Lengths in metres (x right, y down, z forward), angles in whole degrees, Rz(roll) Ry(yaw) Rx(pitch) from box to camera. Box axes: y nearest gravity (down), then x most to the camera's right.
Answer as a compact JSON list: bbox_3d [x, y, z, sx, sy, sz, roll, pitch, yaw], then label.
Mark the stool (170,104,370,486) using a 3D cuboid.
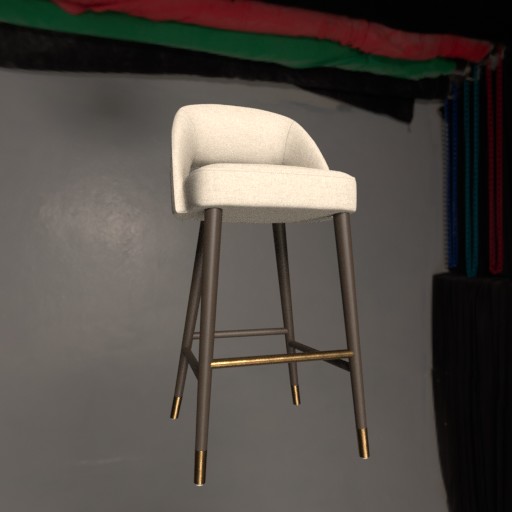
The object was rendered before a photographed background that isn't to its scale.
[{"bbox_3d":[0.000,0.000,1.304,0.494,1.037,0.509,0,0,-18],"label":"stool"}]
